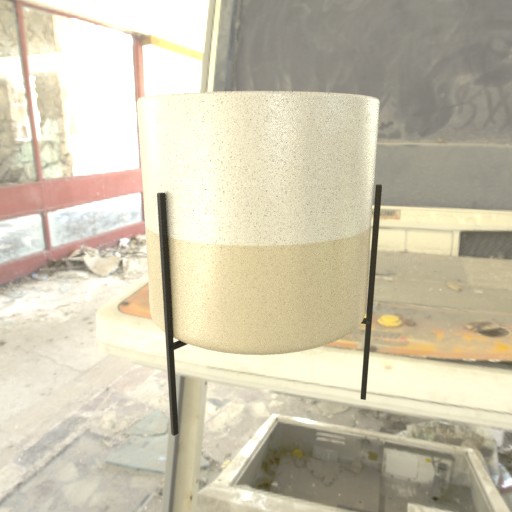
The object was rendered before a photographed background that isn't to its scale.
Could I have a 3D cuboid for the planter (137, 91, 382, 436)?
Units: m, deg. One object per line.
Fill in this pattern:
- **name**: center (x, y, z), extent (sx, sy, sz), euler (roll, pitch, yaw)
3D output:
- **planter**: center (0.000, 0.000, 0.731), extent (0.359, 0.484, 0.368), euler (14, 21, 41)
